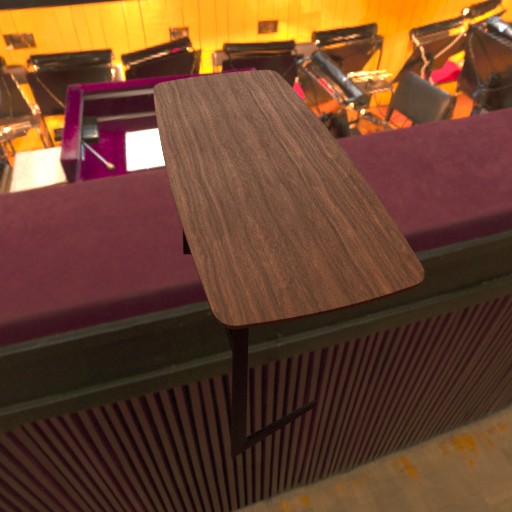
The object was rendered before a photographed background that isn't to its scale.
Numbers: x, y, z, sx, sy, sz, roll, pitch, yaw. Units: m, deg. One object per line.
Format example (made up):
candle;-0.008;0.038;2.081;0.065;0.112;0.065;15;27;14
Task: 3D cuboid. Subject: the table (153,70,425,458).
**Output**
table;0.000;0.000;1.100;0.361;0.576;0.804;-11;47;-11
